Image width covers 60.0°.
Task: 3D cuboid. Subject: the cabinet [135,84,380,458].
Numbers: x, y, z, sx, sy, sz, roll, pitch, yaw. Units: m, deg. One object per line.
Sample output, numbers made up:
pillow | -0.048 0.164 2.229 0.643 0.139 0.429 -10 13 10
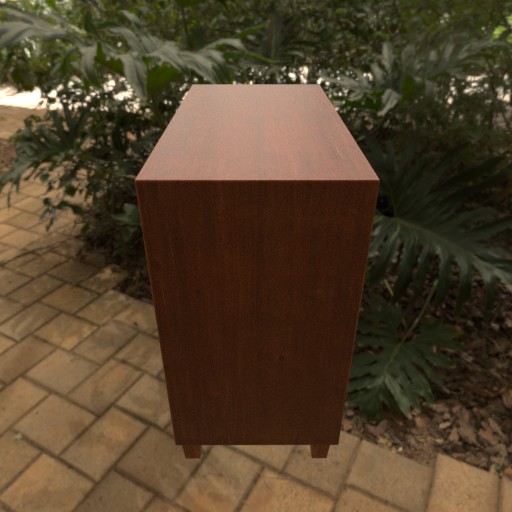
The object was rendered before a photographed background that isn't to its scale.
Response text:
cabinet | 0.000 0.000 1.270 0.412 0.785 0.796 0 32 0
